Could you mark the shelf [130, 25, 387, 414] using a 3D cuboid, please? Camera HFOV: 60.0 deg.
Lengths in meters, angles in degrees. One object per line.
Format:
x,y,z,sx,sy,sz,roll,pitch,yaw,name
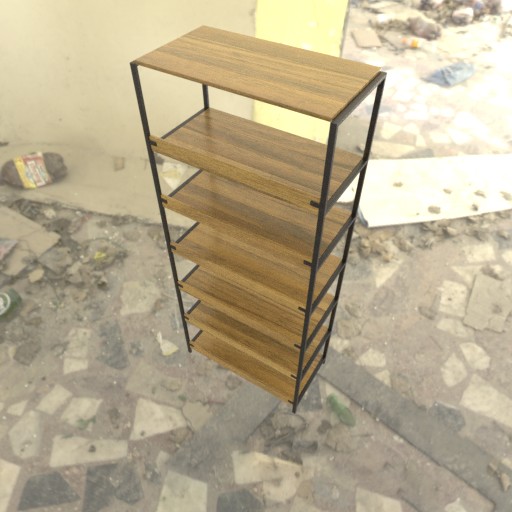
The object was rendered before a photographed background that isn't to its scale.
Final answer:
0.000,0.000,2.339,0.847,2.015,0.431,24,51,22,shelf
